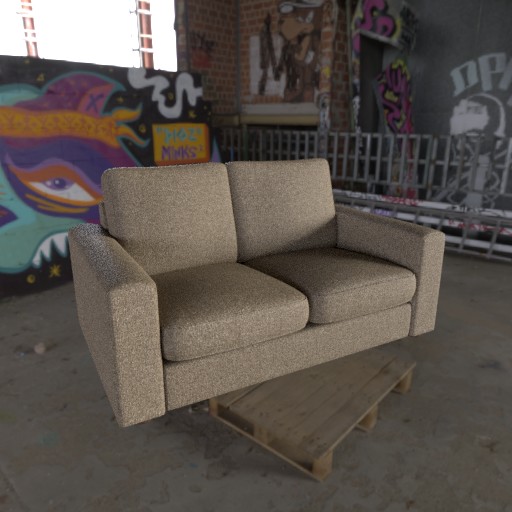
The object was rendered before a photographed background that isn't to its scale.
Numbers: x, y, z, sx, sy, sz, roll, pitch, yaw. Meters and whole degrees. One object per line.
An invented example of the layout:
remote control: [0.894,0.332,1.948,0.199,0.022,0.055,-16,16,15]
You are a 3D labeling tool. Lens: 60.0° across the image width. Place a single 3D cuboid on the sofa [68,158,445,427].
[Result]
sofa: [0.000,0.000,2.210,1.616,0.873,1.016,-9,19,-27]
